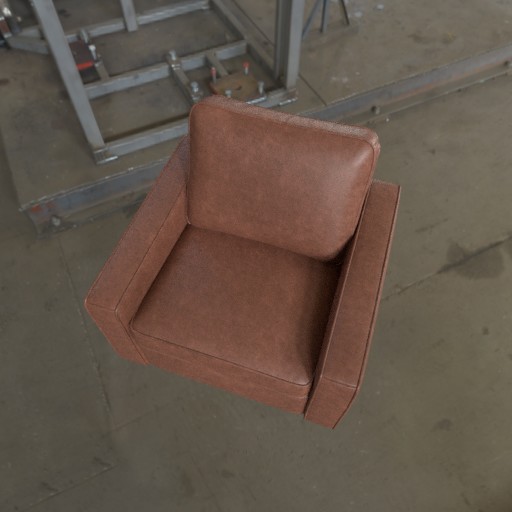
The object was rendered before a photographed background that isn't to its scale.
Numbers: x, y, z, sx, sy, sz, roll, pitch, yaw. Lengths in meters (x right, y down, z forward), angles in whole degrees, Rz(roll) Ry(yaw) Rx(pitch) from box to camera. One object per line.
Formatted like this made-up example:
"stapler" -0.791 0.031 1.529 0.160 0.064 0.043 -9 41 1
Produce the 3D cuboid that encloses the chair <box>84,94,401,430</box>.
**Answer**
"chair" 0.000 0.000 1.794 1.017 0.919 0.940 16 58 10
